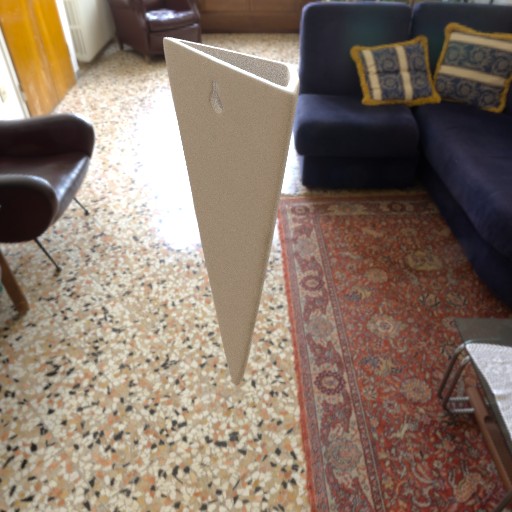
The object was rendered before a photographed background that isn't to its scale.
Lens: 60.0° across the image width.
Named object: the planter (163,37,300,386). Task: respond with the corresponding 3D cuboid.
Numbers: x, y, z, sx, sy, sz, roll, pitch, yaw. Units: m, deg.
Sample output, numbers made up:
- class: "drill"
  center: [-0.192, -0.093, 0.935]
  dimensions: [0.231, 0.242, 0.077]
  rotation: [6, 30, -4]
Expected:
- class: "planter"
  center: [0.000, 0.000, 0.391]
  dimensions: [0.065, 0.338, 0.143]
  rotation: [-25, 46, -27]
